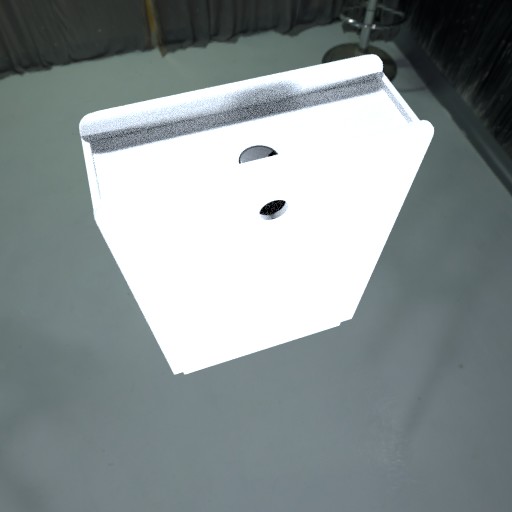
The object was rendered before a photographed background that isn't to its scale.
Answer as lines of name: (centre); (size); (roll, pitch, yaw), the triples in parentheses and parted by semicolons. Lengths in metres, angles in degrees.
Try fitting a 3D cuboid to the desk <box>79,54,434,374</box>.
desk: (0.000, 0.000, 1.518); (0.795, 1.190, 0.278); (-16, 59, -10)
